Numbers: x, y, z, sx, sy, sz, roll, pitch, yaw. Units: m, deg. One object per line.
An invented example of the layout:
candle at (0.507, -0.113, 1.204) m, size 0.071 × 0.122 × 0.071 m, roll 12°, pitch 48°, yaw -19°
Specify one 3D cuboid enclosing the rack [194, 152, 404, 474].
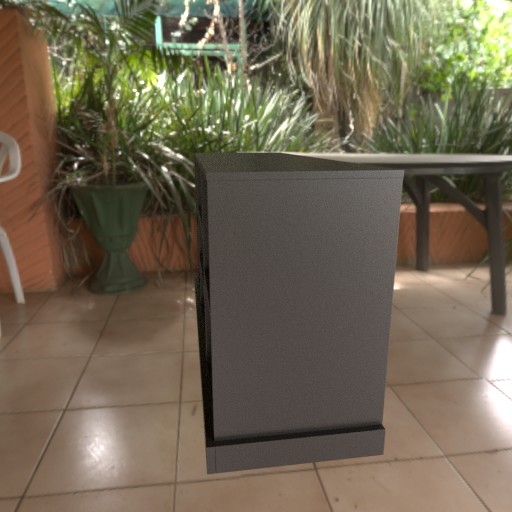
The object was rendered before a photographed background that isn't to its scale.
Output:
rack at (0.000, 0.000, 1.472) m, size 0.399 × 0.635 × 1.206 m, roll -2°, pitch 15°, yaw -9°
